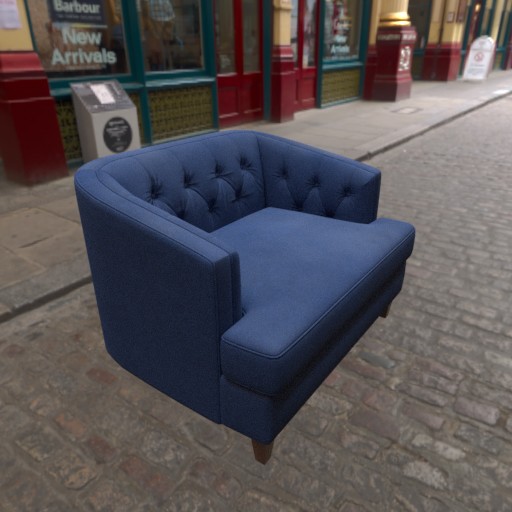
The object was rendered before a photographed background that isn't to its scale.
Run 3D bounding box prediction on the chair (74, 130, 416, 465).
[{"bbox_3d":[0.000,0.000,1.746,0.914,0.787,1.118,17,30,32],"label":"chair"}]
